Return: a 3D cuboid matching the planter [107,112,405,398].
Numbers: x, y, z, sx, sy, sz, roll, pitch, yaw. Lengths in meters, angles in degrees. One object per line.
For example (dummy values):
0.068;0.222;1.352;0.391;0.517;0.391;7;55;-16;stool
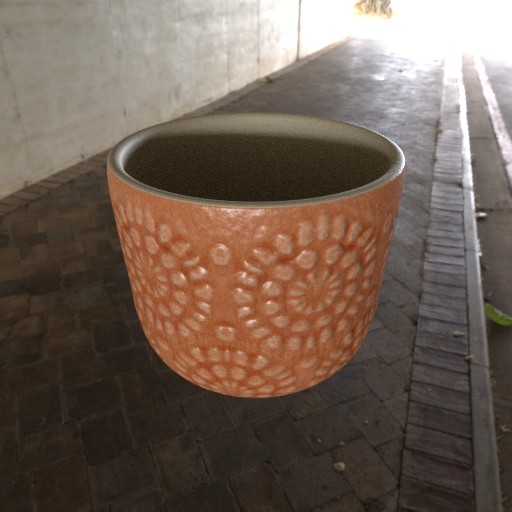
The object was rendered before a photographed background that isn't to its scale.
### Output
0.000;0.000;0.216;0.124;0.109;0.124;0;31;0;planter
